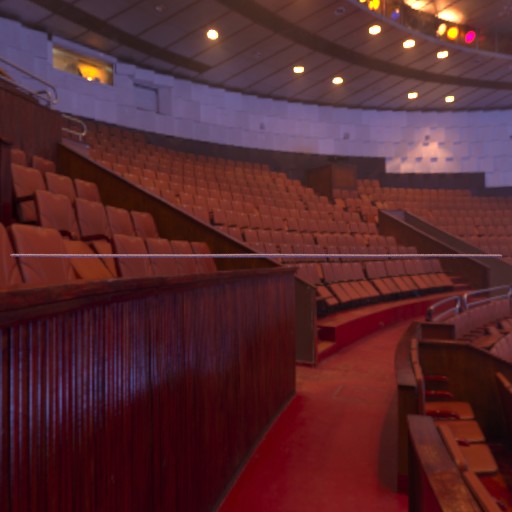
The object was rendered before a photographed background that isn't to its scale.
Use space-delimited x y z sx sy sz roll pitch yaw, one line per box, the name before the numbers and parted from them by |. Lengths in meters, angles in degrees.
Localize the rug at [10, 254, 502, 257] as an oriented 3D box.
rug | 0.000 0.000 3.948 3.055 0.021 2.410 0 0 0
